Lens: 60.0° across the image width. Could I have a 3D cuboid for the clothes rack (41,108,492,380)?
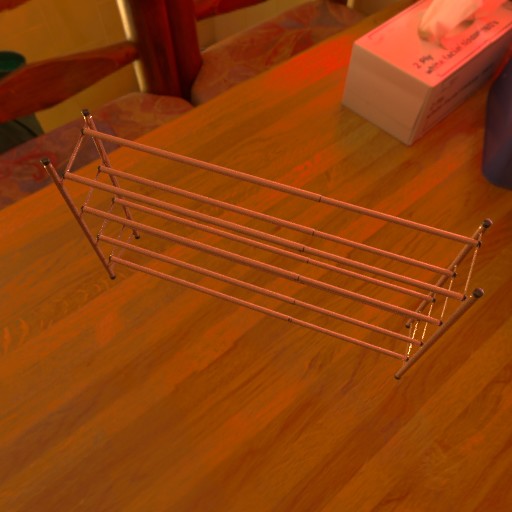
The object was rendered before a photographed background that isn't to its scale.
[{"bbox_3d":[0.000,0.000,1.433,1.168,0.672,0.229,18,61,10],"label":"clothes rack"}]
